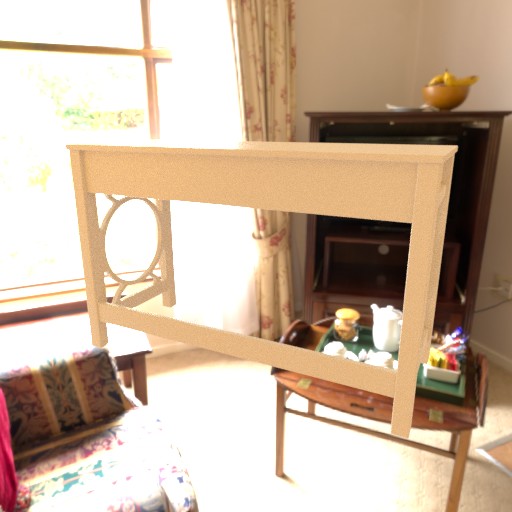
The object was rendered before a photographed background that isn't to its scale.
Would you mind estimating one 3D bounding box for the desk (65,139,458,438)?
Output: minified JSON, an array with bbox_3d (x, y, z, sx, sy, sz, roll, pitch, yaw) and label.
[{"bbox_3d":[0.000,0.000,1.565,1.191,0.762,0.504,8,19,26],"label":"desk"}]
